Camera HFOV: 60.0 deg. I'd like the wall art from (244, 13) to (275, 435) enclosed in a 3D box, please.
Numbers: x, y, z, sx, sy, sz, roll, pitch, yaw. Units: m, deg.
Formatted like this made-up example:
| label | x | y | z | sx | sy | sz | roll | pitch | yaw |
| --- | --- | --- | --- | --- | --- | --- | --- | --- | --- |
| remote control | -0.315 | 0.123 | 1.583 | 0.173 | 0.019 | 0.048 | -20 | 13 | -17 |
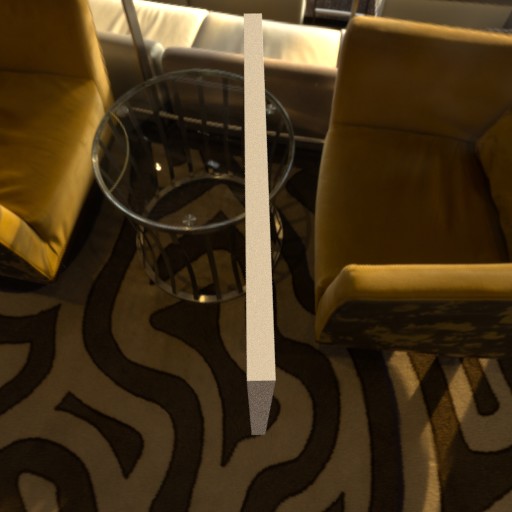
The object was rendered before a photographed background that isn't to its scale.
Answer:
| label | x | y | z | sx | sy | sz | roll | pitch | yaw |
| --- | --- | --- | --- | --- | --- | --- | --- | --- | --- |
| wall art | 0.000 | 0.000 | 1.104 | 0.038 | 0.762 | 0.762 | -1 | 63 | 0 |
